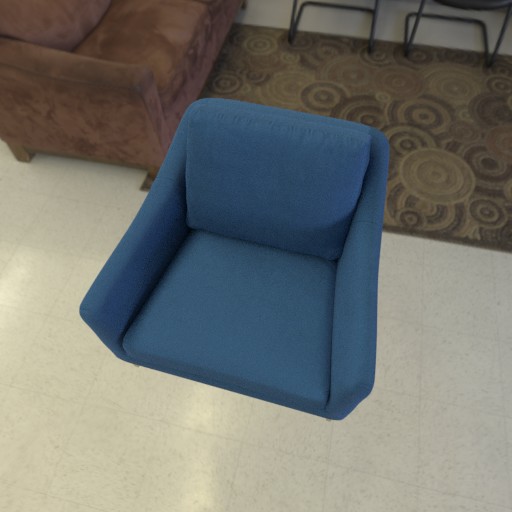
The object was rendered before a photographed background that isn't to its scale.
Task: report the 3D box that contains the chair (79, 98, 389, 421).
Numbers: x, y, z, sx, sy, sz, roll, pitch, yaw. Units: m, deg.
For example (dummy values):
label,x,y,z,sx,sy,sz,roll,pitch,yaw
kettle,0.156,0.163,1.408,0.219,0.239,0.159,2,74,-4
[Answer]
label,x,y,z,sx,sy,sz,roll,pitch,yaw
chair,0.000,0.000,1.756,0.987,0.899,0.961,13,58,8
